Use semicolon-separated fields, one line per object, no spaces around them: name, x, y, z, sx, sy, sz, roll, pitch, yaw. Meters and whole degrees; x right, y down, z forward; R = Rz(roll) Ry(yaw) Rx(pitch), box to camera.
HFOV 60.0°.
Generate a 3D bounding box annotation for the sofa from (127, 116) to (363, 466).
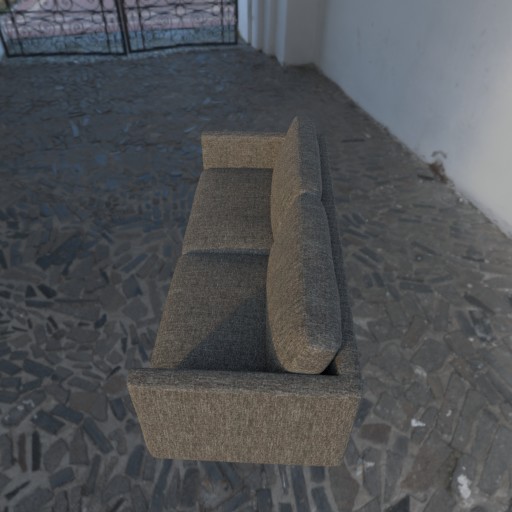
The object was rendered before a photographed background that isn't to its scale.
sofa;0.000;0.000;2.689;0.948;0.960;2.208;2;42;2
